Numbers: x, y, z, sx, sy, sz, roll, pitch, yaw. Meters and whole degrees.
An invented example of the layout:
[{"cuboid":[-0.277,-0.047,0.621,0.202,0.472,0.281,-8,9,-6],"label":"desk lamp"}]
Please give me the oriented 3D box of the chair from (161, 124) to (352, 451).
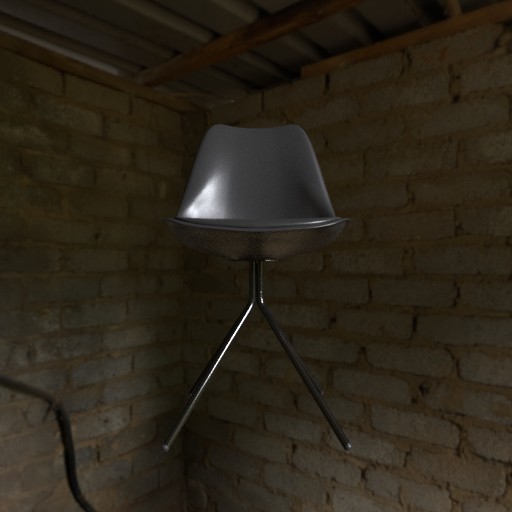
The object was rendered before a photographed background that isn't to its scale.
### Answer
[{"cuboid":[0.000,0.000,1.179,0.461,0.850,0.525,0,-1,0],"label":"chair"}]
